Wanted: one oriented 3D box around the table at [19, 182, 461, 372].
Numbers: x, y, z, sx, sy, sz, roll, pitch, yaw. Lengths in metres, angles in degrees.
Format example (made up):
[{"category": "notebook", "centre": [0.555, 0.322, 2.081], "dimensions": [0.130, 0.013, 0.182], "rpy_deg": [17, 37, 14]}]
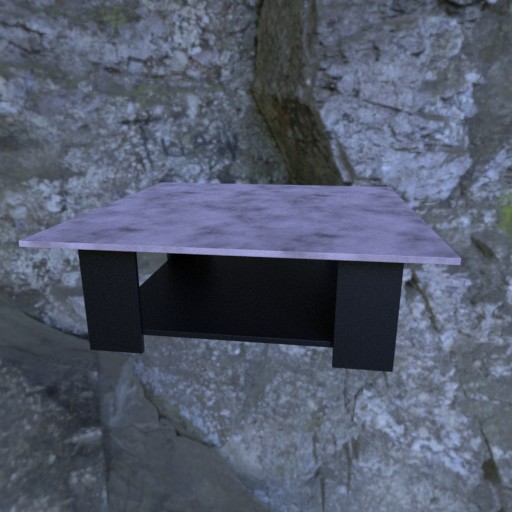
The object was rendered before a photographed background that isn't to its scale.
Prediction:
[{"category": "table", "centre": [0.000, 0.000, 1.343], "dimensions": [0.890, 0.305, 0.890], "rpy_deg": [2, 17, 8]}]
